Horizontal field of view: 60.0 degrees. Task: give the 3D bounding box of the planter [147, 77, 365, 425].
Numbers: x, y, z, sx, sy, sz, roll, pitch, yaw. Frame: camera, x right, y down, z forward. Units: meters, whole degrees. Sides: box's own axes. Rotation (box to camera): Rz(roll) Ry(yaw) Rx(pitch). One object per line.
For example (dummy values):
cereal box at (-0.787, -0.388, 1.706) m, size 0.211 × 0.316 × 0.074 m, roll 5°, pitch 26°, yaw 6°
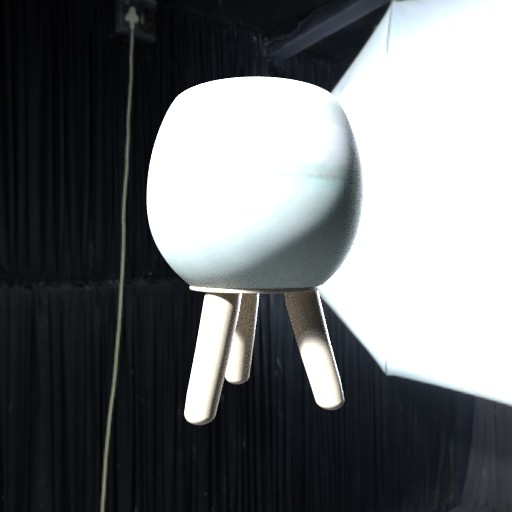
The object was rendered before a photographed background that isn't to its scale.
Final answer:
planter at (0.000, 0.000, 0.337) m, size 0.161 × 0.224 × 0.161 m, roll 0°, pitch 0°, yaw 0°
